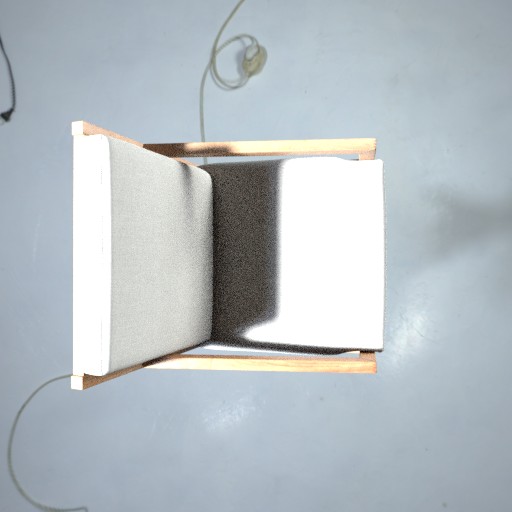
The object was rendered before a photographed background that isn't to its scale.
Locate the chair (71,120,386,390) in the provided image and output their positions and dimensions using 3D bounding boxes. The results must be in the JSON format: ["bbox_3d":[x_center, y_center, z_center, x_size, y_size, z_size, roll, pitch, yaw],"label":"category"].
[{"bbox_3d":[0.000,0.000,1.355,0.857,0.790,0.622,0,90,0],"label":"chair"}]
